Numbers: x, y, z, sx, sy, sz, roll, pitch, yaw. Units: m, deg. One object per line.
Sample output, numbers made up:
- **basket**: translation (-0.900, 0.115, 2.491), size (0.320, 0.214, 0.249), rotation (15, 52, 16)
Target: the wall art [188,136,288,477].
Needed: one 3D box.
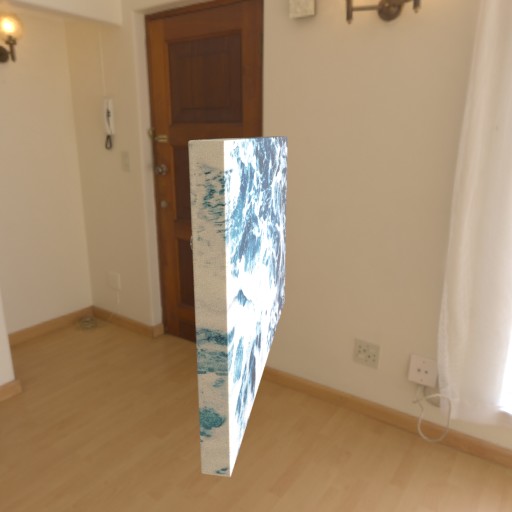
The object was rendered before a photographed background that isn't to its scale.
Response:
- **wall art**: translation (0.000, 0.000, 0.788), size (0.043, 0.407, 0.609), rotation (3, 16, 10)
